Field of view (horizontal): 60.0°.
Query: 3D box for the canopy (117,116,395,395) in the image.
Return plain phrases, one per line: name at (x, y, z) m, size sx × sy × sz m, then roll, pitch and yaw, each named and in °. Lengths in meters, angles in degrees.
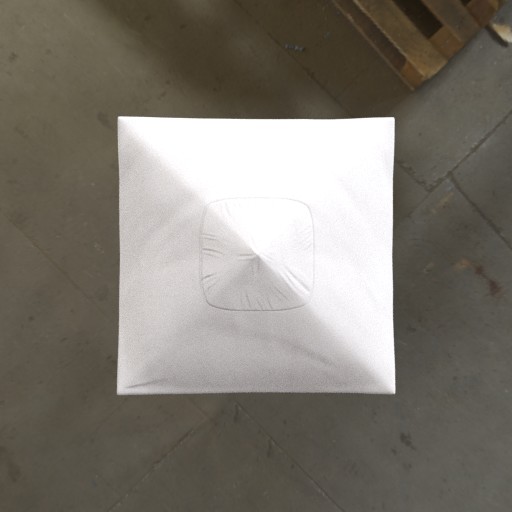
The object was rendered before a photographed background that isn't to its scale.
canopy at (0.000, 0.000, 5.483) m, size 2.998 × 2.997 × 2.996 m, roll 0°, pitch 90°, yaw -1°
